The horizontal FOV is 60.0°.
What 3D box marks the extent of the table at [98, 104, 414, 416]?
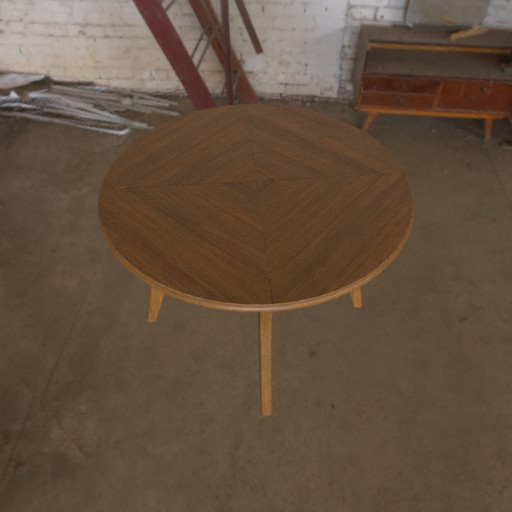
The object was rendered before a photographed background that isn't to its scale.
[{"bbox_3d":[0.000,0.000,1.788,1.055,0.757,1.055,0,48,0],"label":"table"}]
